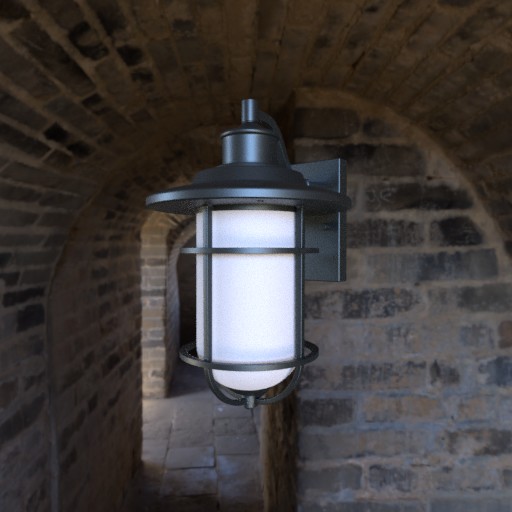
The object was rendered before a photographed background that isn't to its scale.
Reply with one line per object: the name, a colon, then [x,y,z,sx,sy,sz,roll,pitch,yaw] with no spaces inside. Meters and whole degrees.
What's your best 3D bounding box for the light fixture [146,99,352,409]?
light fixture: [0.000,0.000,0.507,0.222,0.345,0.252,1,1,37]
